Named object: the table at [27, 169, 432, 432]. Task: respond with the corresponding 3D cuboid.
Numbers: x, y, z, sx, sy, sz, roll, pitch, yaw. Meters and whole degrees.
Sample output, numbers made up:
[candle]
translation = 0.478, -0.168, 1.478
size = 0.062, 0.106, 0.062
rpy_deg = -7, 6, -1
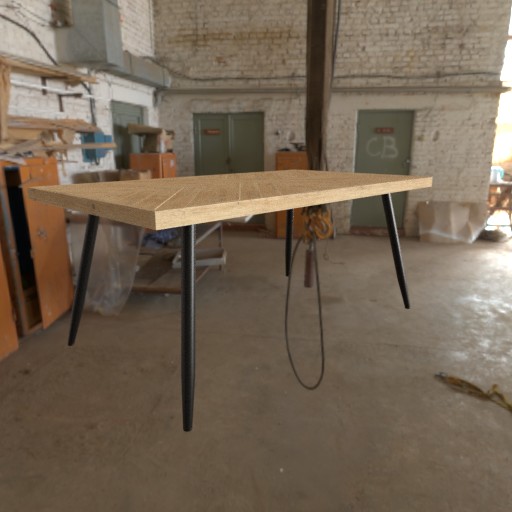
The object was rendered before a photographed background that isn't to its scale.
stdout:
[table]
translation = 0.000, 0.000, 2.286
size = 0.991, 0.762, 1.803
rpy_deg = 14, 20, 43
